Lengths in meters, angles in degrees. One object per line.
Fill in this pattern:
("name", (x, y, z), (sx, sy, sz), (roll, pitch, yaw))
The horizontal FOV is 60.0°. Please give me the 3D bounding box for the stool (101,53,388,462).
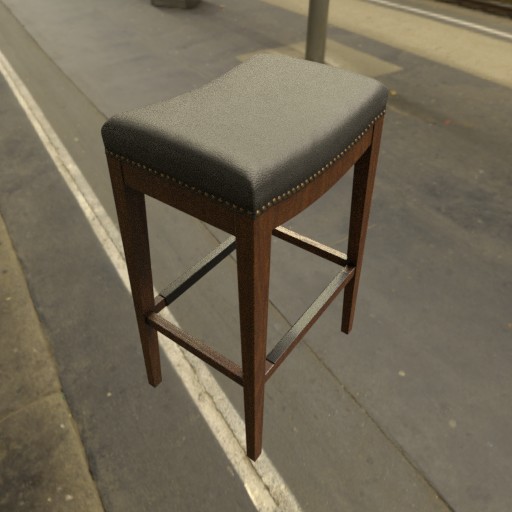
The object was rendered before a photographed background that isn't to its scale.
("stool", (0.000, 0.000, 1.032), (0.361, 0.765, 0.500), (26, 47, 26))
